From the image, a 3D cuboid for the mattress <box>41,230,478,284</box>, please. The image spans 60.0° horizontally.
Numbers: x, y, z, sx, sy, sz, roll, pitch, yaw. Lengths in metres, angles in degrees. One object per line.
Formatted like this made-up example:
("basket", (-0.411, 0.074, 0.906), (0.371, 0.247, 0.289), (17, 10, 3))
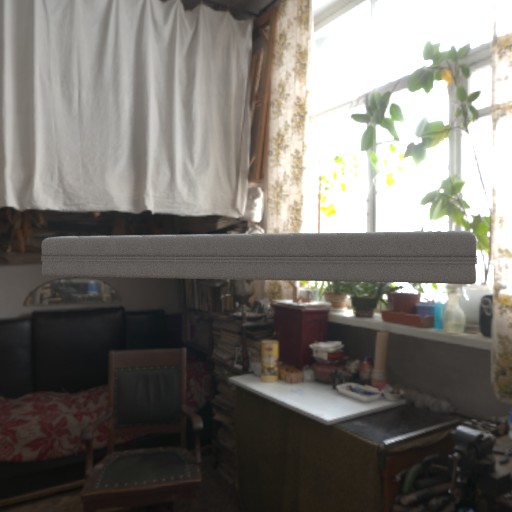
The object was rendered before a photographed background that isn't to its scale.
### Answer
("mattress", (0.000, 0.000, 2.353), (2.000, 0.200, 0.900), (0, 0, 18))
